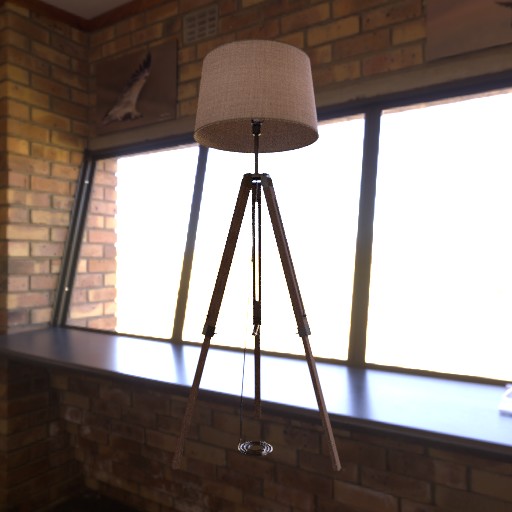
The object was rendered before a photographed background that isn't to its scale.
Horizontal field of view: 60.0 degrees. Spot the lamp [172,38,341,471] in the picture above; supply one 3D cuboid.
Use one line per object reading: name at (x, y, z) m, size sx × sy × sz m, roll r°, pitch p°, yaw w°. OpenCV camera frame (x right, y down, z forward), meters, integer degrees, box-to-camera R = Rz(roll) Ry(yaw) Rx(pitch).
lamp at (0.000, 0.000, 1.794) m, size 0.604 × 1.510 × 0.587 m, roll 0°, pitch -1°, yaw 0°
